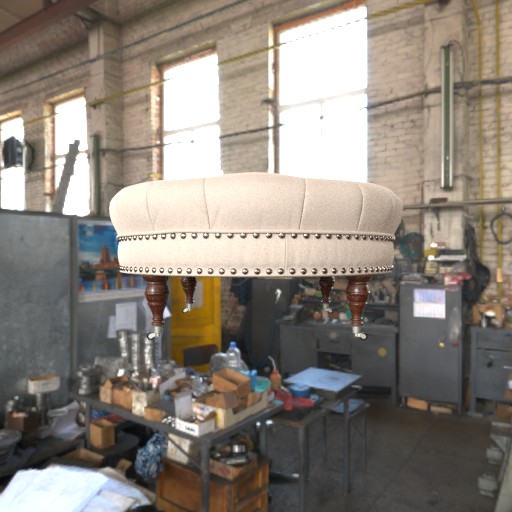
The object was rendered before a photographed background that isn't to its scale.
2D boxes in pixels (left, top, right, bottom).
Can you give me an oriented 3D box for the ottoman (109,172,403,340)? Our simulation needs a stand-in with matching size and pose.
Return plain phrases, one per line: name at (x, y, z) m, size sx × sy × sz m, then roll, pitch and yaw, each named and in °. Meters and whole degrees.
ottoman at (0.000, 0.000, 1.431) m, size 0.901 × 0.439 × 0.901 m, roll 0°, pitch 0°, yaw 0°
